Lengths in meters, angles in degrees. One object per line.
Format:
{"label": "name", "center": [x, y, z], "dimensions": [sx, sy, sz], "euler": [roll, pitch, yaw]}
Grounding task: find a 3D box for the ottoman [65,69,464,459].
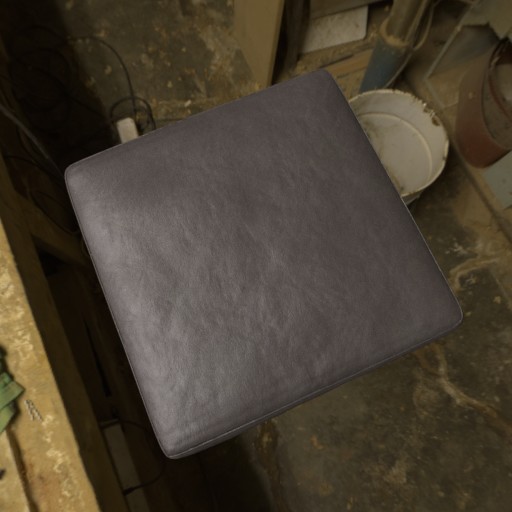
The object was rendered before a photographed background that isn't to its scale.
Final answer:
{"label": "ottoman", "center": [0.000, 0.000, 1.308], "dimensions": [0.836, 0.415, 0.844], "euler": [-23, 77, -6]}
